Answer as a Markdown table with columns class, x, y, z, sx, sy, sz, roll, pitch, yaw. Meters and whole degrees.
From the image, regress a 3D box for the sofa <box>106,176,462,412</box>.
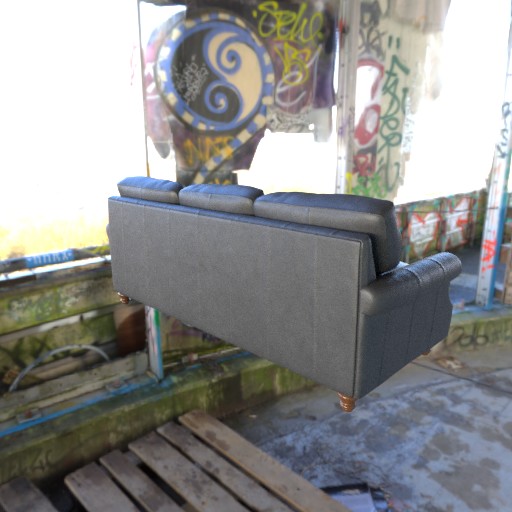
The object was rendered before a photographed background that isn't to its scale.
| class | x | y | z | sx | sy | sz | roll | pitch | yaw |
| --- | --- | --- | --- | --- | --- | --- | --- | --- | --- |
| sofa | 0.000 | 0.000 | 2.912 | 2.387 | 0.977 | 0.974 | 13 | 19 | 43 |
